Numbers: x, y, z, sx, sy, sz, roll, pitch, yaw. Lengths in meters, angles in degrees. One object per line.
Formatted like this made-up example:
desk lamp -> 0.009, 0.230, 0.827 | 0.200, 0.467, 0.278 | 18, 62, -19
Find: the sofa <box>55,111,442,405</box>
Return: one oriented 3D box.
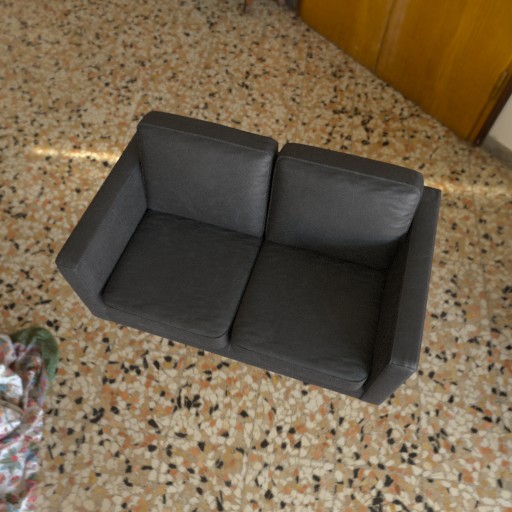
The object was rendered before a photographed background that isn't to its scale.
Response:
sofa -> 0.000, 0.000, 2.031 | 1.430, 0.899, 0.879 | 15, 60, 9
